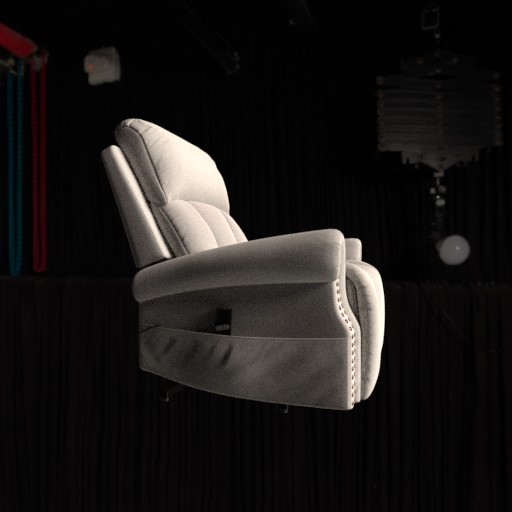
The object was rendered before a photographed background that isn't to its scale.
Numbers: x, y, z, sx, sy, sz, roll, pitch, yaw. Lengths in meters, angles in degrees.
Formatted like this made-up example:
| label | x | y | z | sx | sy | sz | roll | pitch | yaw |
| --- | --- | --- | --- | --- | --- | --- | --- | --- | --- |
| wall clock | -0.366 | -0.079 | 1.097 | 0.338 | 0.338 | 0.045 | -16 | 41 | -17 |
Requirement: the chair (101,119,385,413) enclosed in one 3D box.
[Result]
| label | x | y | z | sx | sy | sz | roll | pitch | yaw |
| --- | --- | --- | --- | --- | --- | --- | --- | --- | --- |
| chair | 0.000 | 0.000 | 1.773 | 0.979 | 1.031 | 0.871 | 0 | 0 | 17 |
